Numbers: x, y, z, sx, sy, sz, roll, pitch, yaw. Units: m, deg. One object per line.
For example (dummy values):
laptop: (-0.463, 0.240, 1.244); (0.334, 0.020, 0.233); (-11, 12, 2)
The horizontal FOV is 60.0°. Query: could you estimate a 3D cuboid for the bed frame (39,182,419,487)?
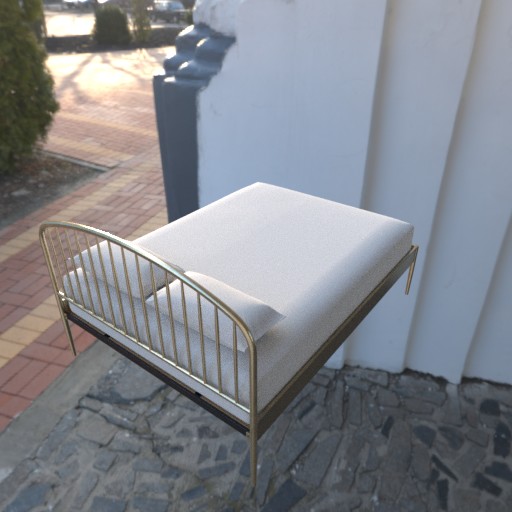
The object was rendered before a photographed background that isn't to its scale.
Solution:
bed frame: (0.000, 0.000, 3.117); (1.612, 1.175, 2.152); (21, 36, 31)
